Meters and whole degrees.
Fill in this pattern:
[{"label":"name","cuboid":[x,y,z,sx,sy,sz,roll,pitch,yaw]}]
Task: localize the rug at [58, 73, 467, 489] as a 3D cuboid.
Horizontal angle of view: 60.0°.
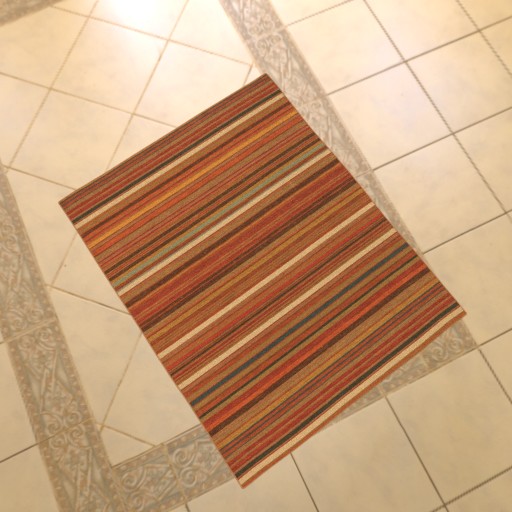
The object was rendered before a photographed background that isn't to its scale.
[{"label":"rug","cuboid":[0.000,0.000,4.106,2.479,0.023,3.092,-35,78,-8]}]
